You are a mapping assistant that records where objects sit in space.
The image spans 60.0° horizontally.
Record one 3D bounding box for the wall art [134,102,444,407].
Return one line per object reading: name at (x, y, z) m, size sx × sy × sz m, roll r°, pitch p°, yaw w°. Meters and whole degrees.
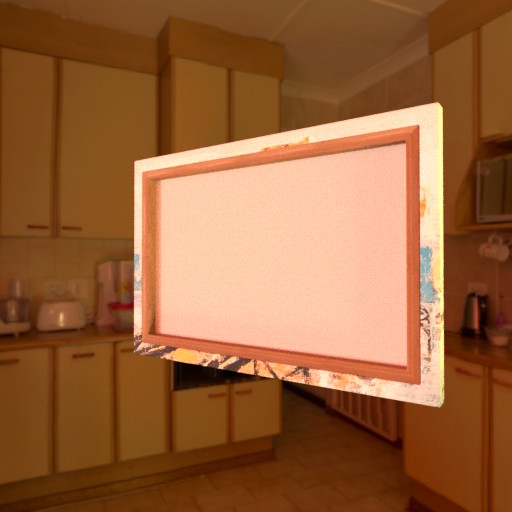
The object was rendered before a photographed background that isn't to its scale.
wall art at (0.000, 0.000, 1.156) m, size 0.913 × 0.609 × 0.038 m, roll -1°, pitch -1°, yaw 35°
